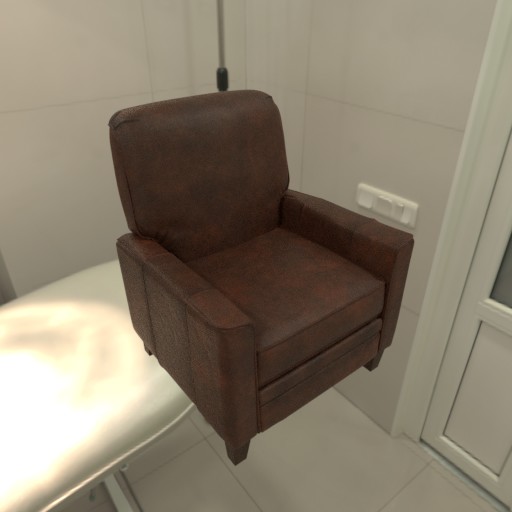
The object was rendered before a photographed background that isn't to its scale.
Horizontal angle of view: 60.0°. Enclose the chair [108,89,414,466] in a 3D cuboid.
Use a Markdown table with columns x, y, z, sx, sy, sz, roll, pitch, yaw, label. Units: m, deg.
| x | y | z | sx | sy | sz | roll | pitch | yaw | label |
| --- | --- | --- | --- | --- | --- | --- | --- | --- | --- |
| 0.000 | 0.000 | 1.673 | 0.843 | 1.043 | 0.836 | -22 | 38 | -32 | chair |
